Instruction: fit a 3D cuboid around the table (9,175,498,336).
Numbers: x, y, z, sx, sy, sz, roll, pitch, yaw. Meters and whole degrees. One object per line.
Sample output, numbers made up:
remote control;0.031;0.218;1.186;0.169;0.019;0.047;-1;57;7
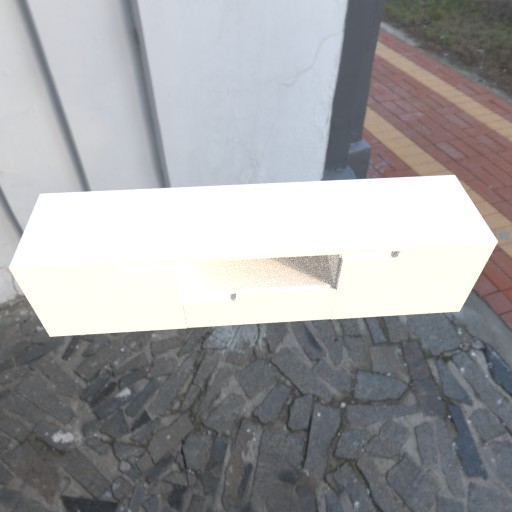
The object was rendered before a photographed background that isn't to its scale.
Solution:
table;0.000;0.000;1.776;1.650;0.420;0.390;-3;46;-3
